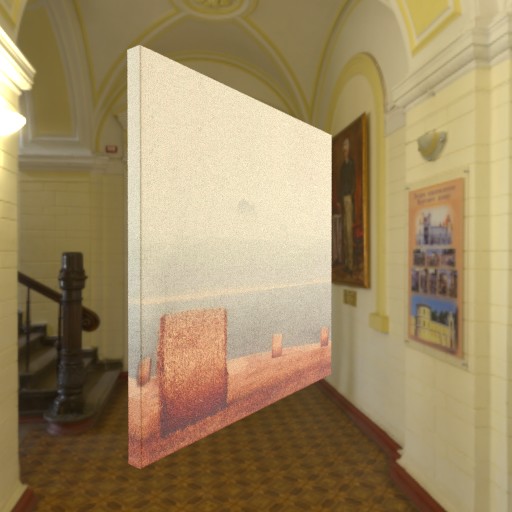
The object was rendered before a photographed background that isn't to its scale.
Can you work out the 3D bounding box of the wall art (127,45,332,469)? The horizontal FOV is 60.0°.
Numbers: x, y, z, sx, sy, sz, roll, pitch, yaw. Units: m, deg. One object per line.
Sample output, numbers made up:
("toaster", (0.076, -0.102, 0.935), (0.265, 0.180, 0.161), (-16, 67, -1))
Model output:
("wall art", (0.000, 0.000, 0.593), (0.023, 0.405, 0.405), (0, 1, 36))
